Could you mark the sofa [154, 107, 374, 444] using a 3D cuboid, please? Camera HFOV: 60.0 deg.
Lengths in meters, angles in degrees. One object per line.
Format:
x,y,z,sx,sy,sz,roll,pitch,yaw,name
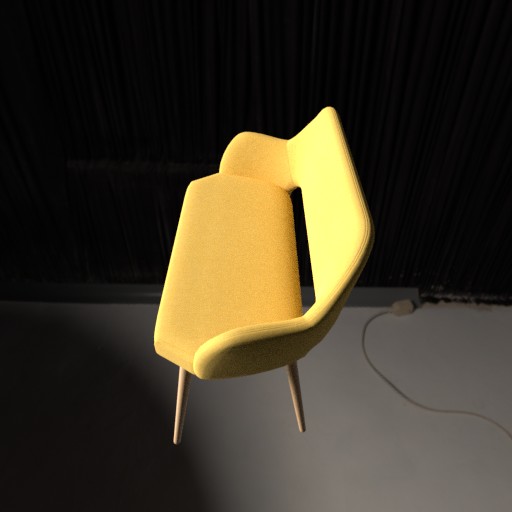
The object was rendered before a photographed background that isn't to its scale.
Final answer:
0.000,0.000,1.655,0.610,0.840,1.150,0,41,0,sofa
